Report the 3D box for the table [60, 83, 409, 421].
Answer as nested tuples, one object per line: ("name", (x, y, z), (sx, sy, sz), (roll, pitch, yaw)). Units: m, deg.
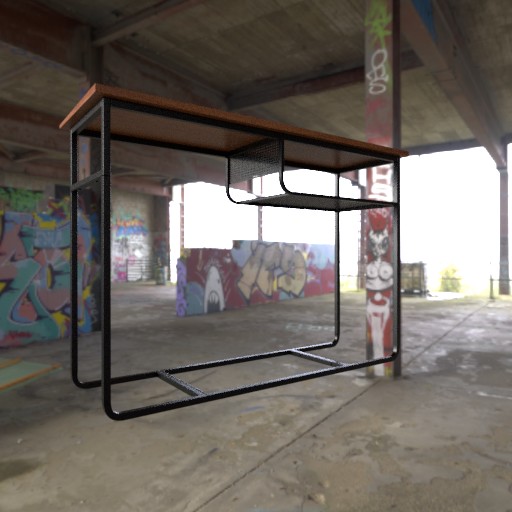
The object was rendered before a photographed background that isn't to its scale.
("table", (0.000, 0.000, 1.418), (1.100, 0.750, 0.350), (0, 0, -35))
